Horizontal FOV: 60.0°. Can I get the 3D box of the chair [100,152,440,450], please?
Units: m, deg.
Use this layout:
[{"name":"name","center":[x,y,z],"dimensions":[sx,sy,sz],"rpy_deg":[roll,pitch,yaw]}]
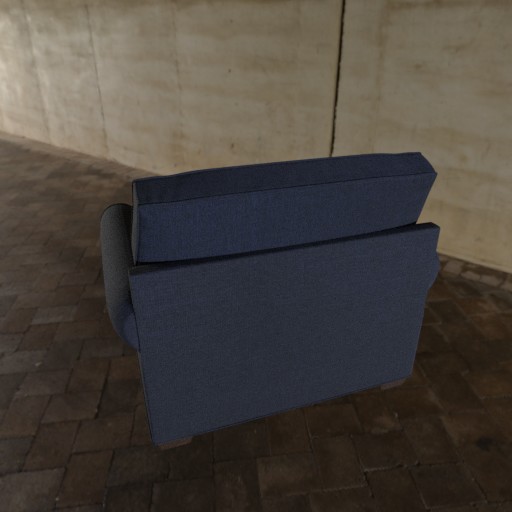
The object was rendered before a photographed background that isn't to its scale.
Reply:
[{"name":"chair","center":[0.000,0.000,1.977],"dimensions":[1.285,1.044,0.963],"rpy_deg":[-9,28,-17]}]
